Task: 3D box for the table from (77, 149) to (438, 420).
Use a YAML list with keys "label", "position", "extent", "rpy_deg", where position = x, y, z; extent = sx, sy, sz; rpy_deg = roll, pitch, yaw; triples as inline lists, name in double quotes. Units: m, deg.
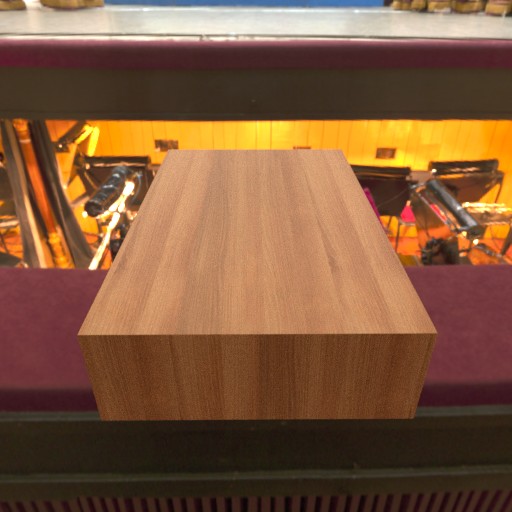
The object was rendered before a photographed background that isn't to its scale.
- label: "table"
  position: [0.000, 0.000, 1.413]
  extent: [0.700, 0.330, 1.100]
  rpy_deg: [0, 32, 0]
